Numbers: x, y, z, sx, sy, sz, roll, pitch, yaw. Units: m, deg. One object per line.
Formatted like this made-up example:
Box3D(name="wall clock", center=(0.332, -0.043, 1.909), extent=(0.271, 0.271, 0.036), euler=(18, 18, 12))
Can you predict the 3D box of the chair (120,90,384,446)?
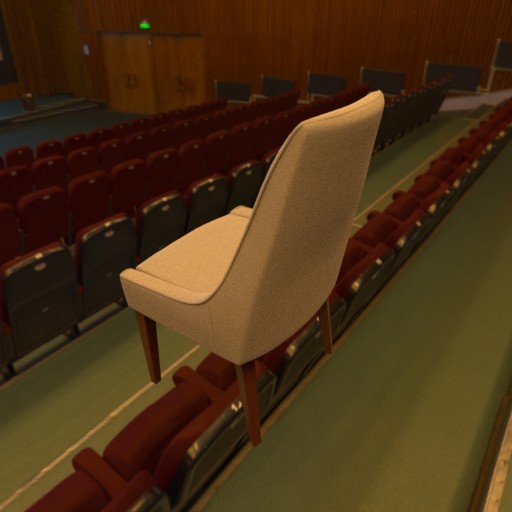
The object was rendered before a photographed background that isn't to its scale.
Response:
Box3D(name="chair", center=(0.000, 0.000, 1.206), extent=(0.544, 0.861, 0.529), euler=(20, 37, 30))
